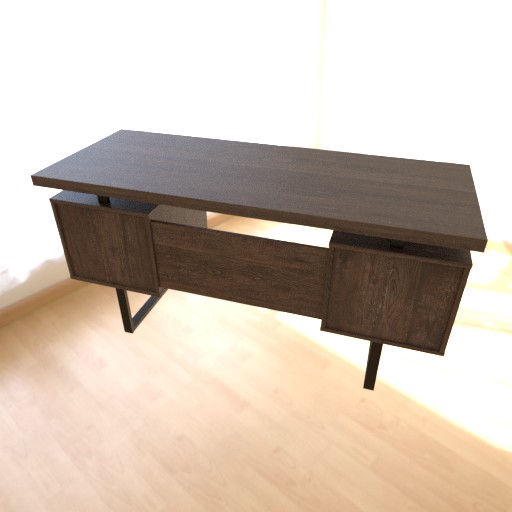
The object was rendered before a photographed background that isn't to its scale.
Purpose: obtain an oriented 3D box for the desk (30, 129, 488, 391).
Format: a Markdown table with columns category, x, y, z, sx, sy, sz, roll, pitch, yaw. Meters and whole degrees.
| category | x | y | z | sx | sy | sz | roll | pitch | yaw |
| --- | --- | --- | --- | --- | --- | --- | --- | --- | --- |
| desk | 0.000 | 0.000 | 1.852 | 1.524 | 0.760 | 0.600 | 10 | 34 | 15 |
